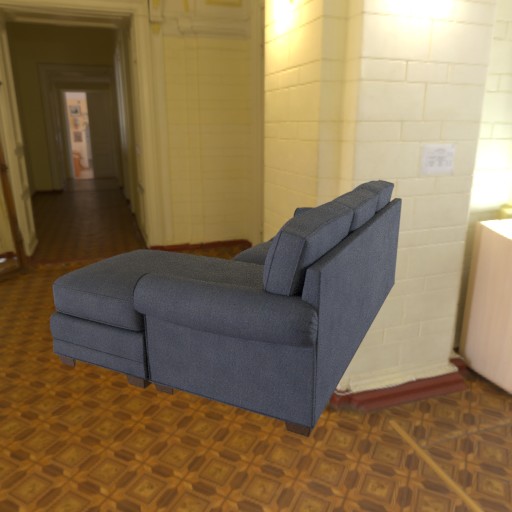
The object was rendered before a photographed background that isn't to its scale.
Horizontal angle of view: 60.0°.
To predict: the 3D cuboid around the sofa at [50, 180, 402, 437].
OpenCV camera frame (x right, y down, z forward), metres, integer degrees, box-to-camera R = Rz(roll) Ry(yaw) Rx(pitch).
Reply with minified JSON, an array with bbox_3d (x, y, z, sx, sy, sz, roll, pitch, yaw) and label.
[{"bbox_3d":[0.000,0.000,3.427,1.780,1.063,2.567,8,18,25],"label":"sofa"}]
